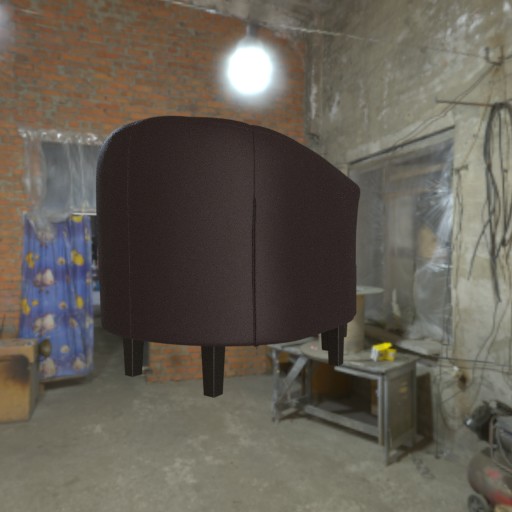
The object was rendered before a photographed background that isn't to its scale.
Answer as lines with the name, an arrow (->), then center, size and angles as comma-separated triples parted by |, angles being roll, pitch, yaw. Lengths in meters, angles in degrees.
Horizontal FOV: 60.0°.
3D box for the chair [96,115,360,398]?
chair -> 0.000, 0.000, 1.677 | 0.763, 0.760, 1.191 | 0, 1, 36
